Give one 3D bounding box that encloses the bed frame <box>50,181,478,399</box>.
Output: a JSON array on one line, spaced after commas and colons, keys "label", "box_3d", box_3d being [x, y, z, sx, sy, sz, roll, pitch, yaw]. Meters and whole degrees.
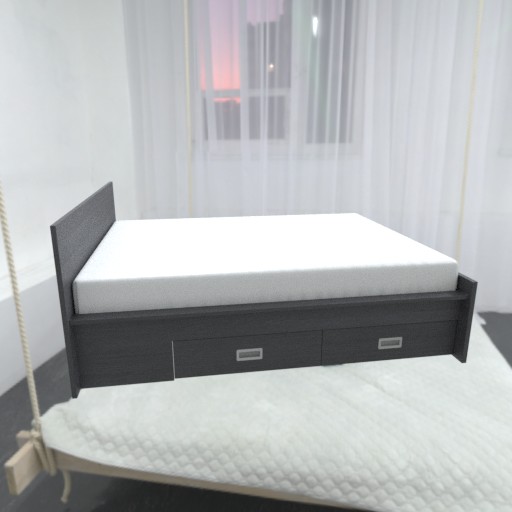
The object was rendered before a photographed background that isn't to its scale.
[{"label": "bed frame", "box_3d": [0.000, 0.000, 2.825, 1.960, 0.800, 1.622, -3, 16, -9]}]
